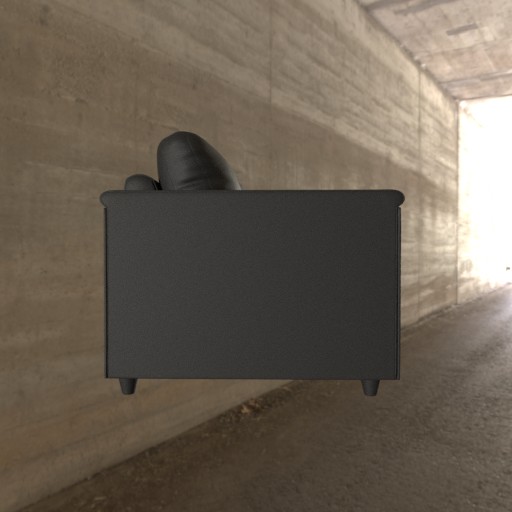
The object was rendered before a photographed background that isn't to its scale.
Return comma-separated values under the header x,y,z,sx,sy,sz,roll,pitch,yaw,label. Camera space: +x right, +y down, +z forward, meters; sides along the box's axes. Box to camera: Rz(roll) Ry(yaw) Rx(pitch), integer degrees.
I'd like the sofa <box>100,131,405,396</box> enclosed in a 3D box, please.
x,y,z,sx,sy,sz,roll,pitch,yaw,label
0.000,0.000,1.967,0.887,0.845,1.386,0,1,1,sofa
